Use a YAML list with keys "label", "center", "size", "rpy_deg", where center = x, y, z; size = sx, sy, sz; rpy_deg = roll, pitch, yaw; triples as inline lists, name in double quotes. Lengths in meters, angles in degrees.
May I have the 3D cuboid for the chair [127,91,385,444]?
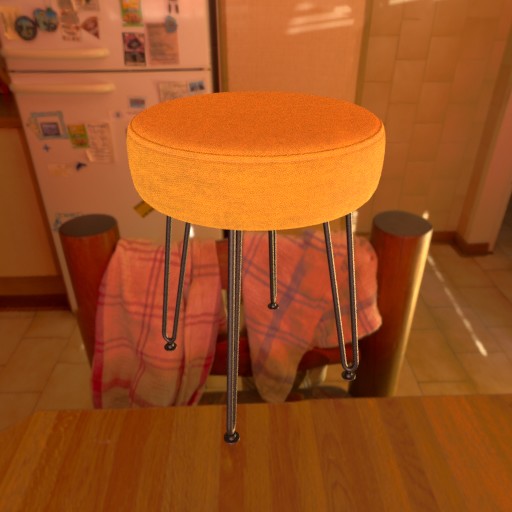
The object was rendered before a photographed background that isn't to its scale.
- label: "chair"
  center: [0.000, 0.000, 0.706]
  size: [0.345, 0.455, 0.345]
  rpy_deg: [-18, 35, -27]
